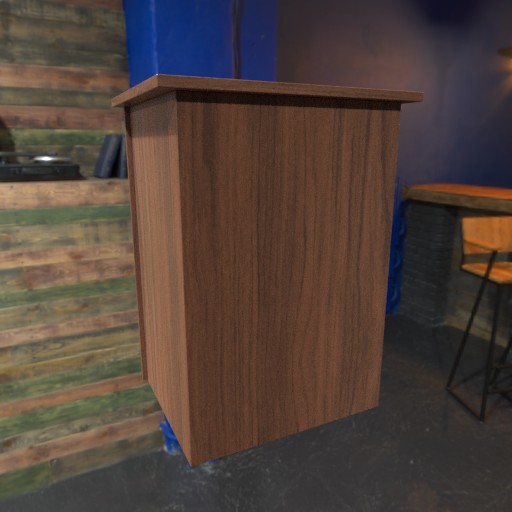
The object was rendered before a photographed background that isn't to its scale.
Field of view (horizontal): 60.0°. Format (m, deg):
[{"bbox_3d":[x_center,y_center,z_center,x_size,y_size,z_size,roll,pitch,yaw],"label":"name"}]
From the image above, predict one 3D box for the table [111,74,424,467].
[{"bbox_3d":[0.000,0.000,0.931,0.480,0.636,0.381,-7,16,-25],"label":"table"}]
